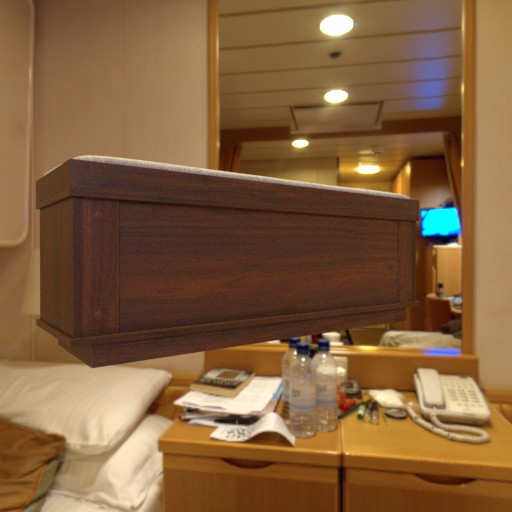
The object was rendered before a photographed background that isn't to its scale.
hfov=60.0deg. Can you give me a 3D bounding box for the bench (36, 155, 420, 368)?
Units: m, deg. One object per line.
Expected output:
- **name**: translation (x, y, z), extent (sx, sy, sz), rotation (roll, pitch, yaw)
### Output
- **bench**: translation (0.000, 0.000, 1.391), extent (1.196, 0.468, 0.367), rotation (0, 1, -36)
